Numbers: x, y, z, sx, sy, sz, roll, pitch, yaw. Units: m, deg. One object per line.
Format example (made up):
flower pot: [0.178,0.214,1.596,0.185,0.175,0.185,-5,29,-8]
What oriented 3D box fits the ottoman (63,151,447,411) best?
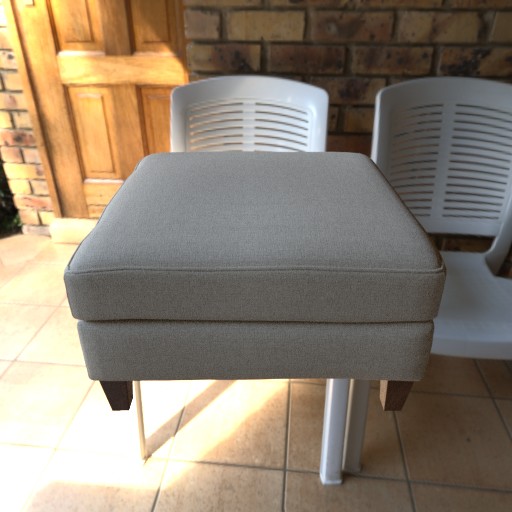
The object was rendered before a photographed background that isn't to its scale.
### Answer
ottoman: [0.000,0.000,1.369,0.838,0.503,0.838,0,30,0]
